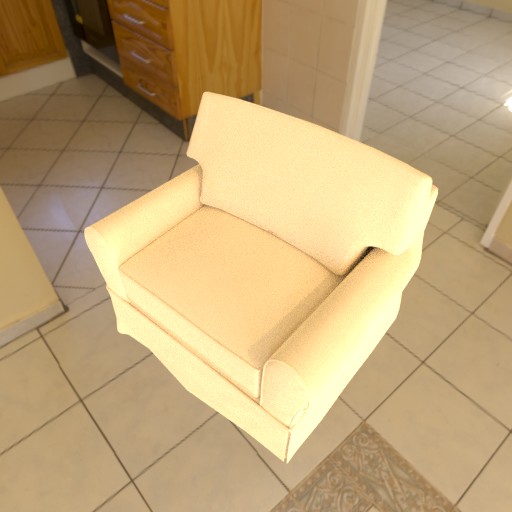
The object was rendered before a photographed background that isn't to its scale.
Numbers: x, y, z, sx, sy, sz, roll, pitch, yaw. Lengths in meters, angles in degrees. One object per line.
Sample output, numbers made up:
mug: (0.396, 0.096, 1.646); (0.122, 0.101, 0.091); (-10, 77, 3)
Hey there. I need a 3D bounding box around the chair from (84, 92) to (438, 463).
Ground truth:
chair: (0.000, 0.000, 1.788); (1.099, 0.958, 0.904); (31, 53, 26)
